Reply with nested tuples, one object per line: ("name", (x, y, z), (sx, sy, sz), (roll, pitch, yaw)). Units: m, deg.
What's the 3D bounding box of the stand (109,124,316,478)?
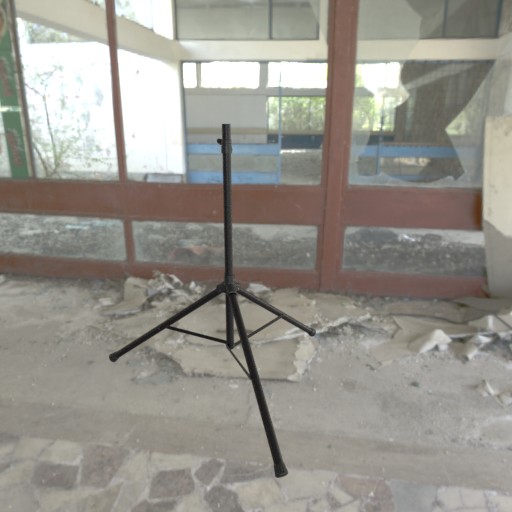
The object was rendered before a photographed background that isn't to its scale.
("stand", (0.000, 0.000, 2.789), (1.596, 1.595, 1.339), (16, 23, 42))
